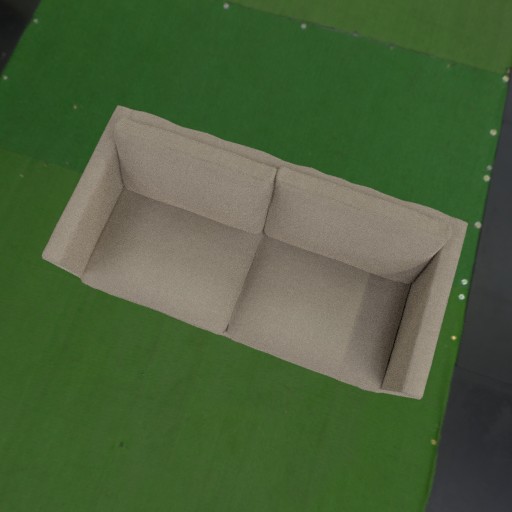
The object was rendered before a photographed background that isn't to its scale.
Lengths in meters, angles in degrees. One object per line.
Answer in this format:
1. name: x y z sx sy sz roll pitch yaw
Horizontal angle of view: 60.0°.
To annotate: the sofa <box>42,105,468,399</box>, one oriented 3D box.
1. sofa: 0.000 0.000 2.491 1.987 0.847 0.956 20 77 5
